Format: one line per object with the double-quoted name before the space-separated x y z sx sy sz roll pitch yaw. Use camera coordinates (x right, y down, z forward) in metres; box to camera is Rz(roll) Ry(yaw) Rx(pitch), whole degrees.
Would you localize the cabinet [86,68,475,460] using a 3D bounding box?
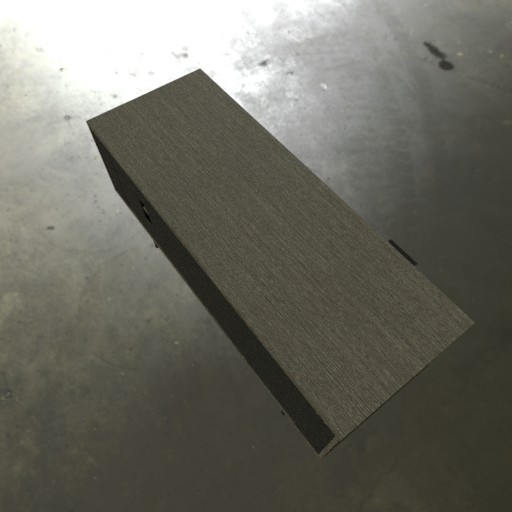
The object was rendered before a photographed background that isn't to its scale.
"cabinet" 0.000 0.000 1.608 0.500 0.599 1.300 -33 64 -18
